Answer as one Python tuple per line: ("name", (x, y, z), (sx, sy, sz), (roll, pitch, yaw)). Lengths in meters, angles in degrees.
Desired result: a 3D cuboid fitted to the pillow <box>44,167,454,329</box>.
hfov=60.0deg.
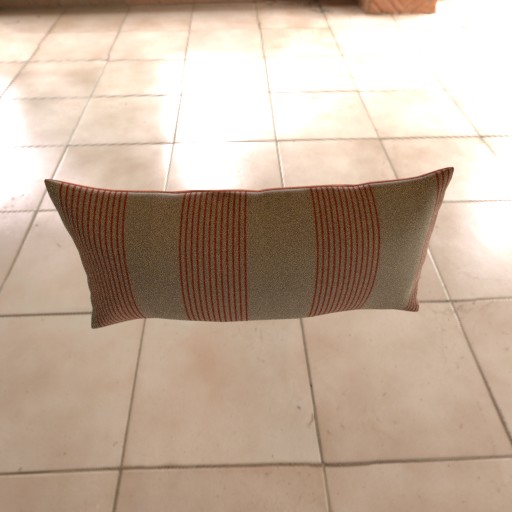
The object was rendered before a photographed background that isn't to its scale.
("pillow", (0.000, 0.000, 0.734), (0.608, 0.292, 0.156), (-2, 46, -2))
